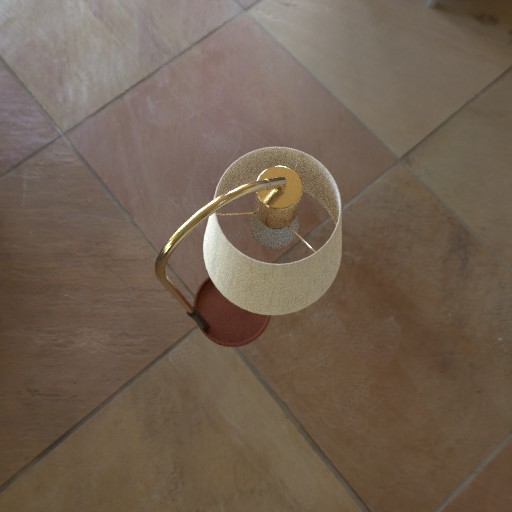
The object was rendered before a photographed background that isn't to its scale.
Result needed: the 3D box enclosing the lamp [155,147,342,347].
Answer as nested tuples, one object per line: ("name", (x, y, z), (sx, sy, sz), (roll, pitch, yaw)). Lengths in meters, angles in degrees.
("lamp", (0.000, 0.000, 0.658), (0.273, 0.536, 0.211), (-36, 77, -9))
